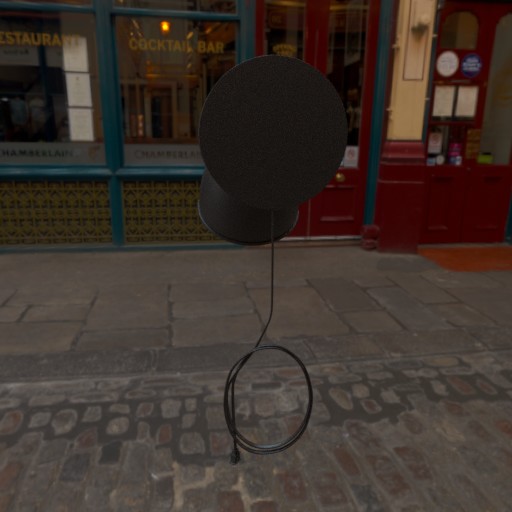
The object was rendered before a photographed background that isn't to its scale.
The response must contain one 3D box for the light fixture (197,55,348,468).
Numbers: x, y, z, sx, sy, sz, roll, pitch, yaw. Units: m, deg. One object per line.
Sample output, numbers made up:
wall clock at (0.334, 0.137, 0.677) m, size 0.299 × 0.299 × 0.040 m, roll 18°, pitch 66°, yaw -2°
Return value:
light fixture at (0.000, 0.000, 0.500) m, size 0.127 × 0.401 × 0.203 m, roll -2°, pitch 15°, yaw -9°
